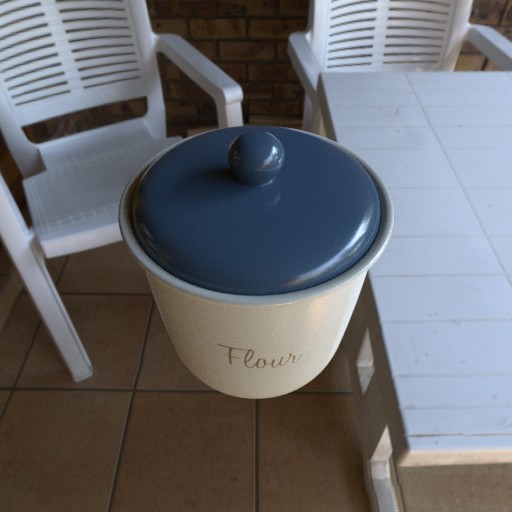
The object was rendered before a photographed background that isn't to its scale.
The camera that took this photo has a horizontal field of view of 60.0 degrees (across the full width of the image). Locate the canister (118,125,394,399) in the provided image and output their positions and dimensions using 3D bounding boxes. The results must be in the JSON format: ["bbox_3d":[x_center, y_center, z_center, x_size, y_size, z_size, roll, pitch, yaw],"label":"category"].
[{"bbox_3d":[0.000,0.000,0.341,0.182,0.208,0.182,0,47,0],"label":"canister"}]
